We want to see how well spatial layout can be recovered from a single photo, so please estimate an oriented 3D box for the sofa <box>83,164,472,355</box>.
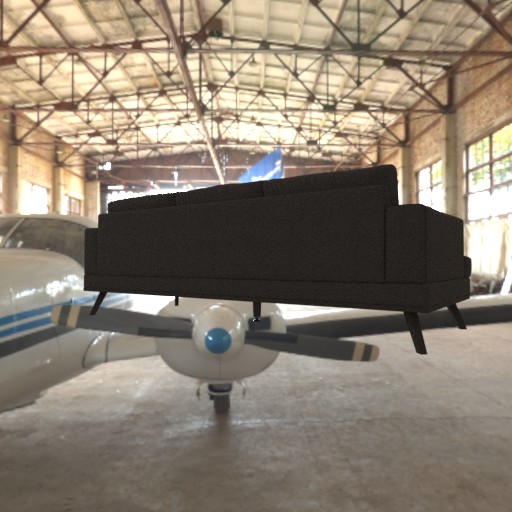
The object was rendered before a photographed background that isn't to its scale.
[{"bbox_3d":[0.000,0.000,2.763,2.310,0.810,0.920,-1,-1,36],"label":"sofa"}]
